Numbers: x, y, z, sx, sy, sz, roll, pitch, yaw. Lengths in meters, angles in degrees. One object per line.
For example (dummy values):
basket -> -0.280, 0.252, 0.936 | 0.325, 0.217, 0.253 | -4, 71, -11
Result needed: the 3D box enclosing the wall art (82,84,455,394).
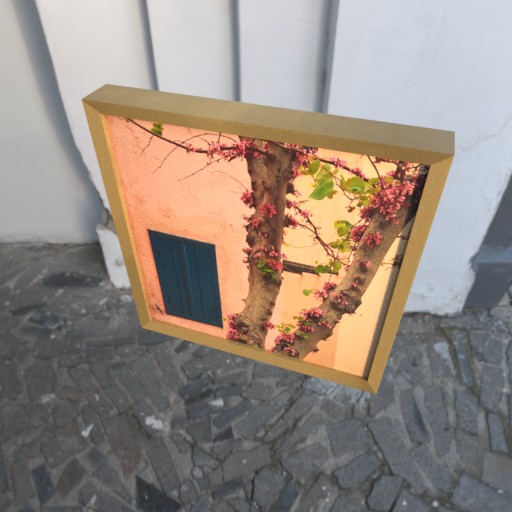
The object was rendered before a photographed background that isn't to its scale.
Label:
wall art -> 0.000, 0.000, 0.458 | 0.304, 0.305, 0.038 | 13, 43, 14
